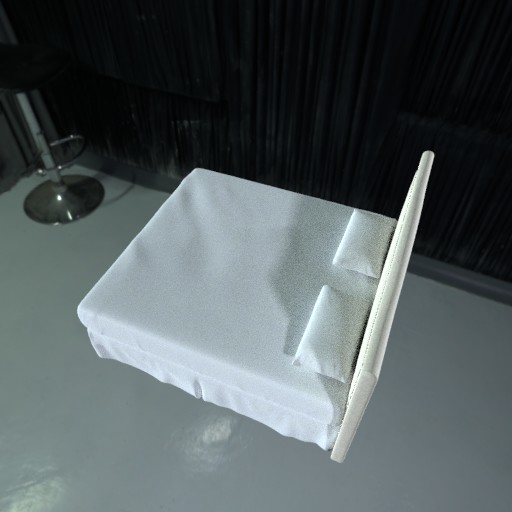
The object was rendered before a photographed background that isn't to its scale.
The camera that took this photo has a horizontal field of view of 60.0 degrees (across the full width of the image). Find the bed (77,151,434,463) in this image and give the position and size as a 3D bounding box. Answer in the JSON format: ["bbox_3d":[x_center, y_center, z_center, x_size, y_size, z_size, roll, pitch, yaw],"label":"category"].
[{"bbox_3d":[0.000,0.000,3.544,2.182,1.421,2.083,17,50,15],"label":"bed"}]
